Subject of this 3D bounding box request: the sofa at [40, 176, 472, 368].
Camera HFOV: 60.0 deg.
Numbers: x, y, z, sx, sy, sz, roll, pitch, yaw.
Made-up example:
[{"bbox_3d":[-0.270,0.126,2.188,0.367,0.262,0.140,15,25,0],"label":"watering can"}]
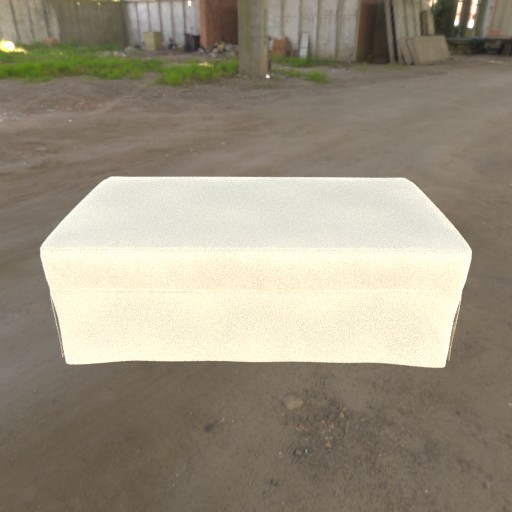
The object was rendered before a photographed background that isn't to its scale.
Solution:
[{"bbox_3d":[0.000,0.000,2.127,1.677,0.552,0.939,0,28,1],"label":"sofa"}]
